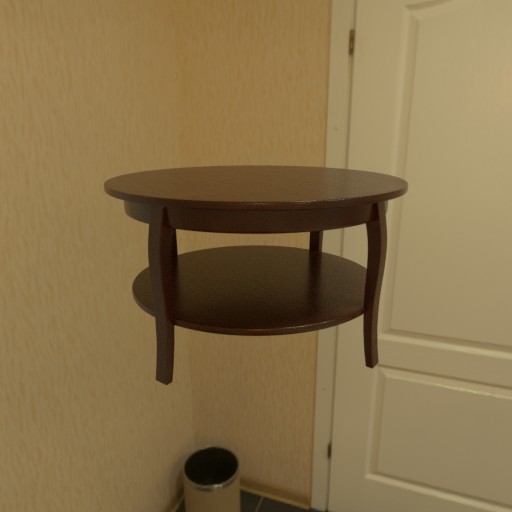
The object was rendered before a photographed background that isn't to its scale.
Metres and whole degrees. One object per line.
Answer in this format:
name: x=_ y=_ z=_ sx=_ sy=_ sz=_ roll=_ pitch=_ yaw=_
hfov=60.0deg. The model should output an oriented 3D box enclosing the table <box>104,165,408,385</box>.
table: x=0.000 y=0.000 z=1.467 sx=0.911 sy=0.512 sz=0.911 roll=0 pitch=16 yaw=0
